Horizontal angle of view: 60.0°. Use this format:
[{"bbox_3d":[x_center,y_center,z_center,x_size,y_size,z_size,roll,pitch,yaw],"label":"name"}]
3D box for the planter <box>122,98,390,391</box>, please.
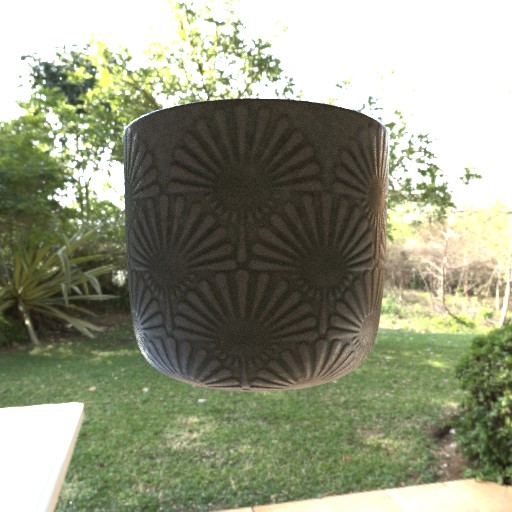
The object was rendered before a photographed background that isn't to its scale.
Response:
[{"bbox_3d":[0.000,0.000,0.214,0.124,0.109,0.124,0,0,0],"label":"planter"}]
